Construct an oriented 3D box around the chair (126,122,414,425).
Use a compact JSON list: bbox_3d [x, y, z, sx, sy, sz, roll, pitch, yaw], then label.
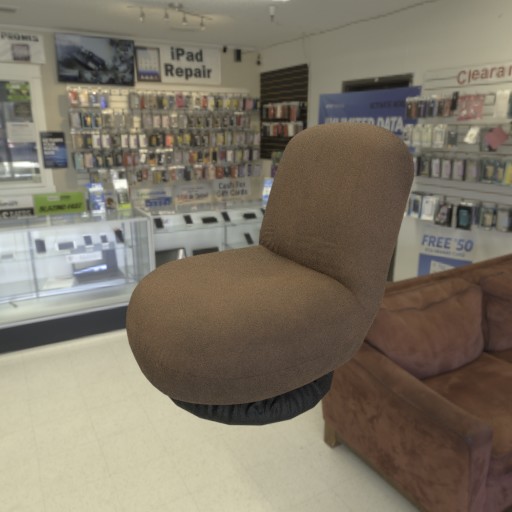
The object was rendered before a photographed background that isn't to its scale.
[{"bbox_3d":[0.000,0.000,1.026,0.597,0.594,0.521,-8,19,-26],"label":"chair"}]
